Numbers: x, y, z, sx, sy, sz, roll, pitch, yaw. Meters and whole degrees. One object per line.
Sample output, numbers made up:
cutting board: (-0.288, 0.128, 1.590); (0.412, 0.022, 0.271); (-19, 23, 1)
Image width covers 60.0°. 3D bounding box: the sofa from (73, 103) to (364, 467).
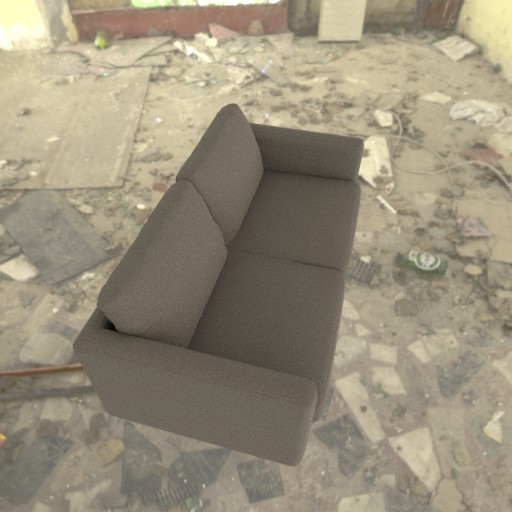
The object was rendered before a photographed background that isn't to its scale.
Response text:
sofa: (0.000, 0.000, 2.250); (0.940, 0.866, 1.713); (11, 48, 10)
